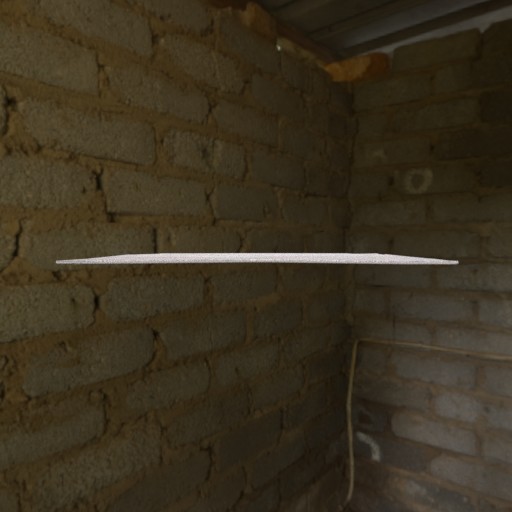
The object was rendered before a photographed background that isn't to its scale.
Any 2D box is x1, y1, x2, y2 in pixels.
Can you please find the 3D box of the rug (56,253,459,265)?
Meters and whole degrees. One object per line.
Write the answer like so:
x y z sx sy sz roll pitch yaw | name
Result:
0.000 0.000 4.258 2.434 0.045 3.202 0 1 0 | rug
